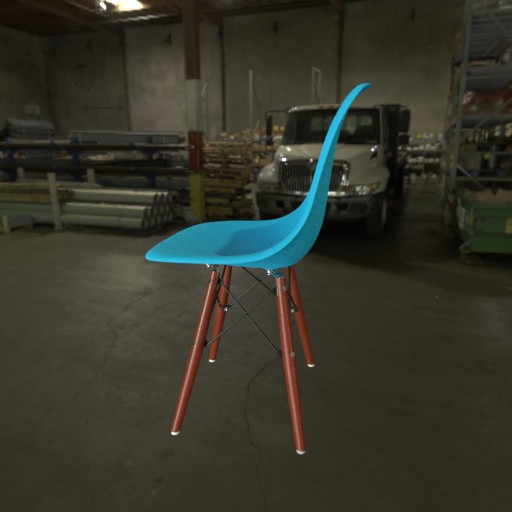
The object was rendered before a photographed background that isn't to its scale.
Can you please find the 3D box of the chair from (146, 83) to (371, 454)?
[{"bbox_3d":[0.000,0.000,1.158,0.533,0.826,0.470,2,15,8],"label":"chair"}]
